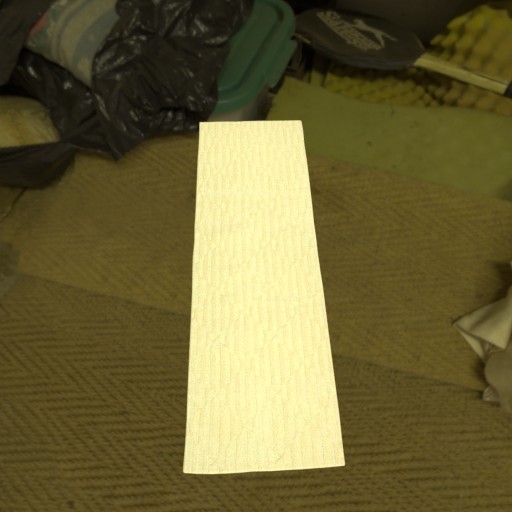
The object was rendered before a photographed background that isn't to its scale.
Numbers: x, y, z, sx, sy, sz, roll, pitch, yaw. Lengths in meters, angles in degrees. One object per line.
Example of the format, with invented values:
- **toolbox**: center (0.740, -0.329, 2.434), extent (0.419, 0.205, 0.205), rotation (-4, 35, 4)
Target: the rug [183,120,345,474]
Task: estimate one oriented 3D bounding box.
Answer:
- **rug**: center (0.000, 0.000, 2.781), extent (0.793, 0.014, 2.450), rotation (-2, 58, -1)
